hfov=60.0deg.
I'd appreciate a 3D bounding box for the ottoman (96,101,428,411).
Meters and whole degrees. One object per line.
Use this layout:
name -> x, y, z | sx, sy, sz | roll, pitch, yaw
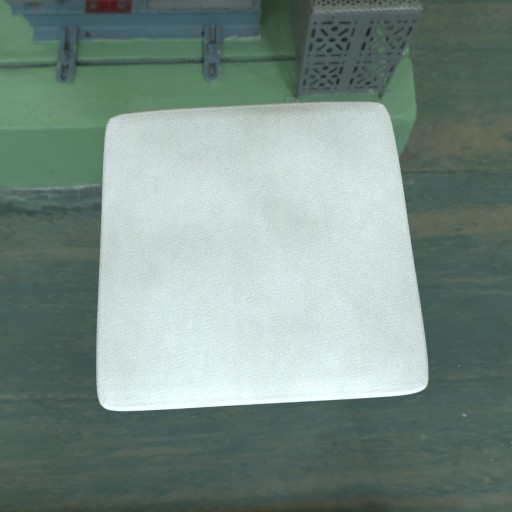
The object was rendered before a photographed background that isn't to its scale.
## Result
ottoman -> 0.000, 0.000, 1.344 | 0.843, 0.441, 0.842 | -3, 75, -1
